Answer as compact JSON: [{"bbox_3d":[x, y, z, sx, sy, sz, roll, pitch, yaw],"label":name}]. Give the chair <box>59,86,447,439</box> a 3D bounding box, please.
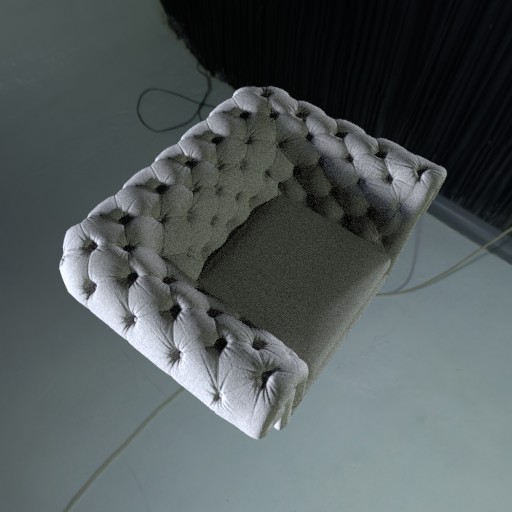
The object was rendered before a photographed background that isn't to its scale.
[{"bbox_3d":[0.000,0.000,1.901,0.976,0.770,1.270,33,64,19],"label":"chair"}]
